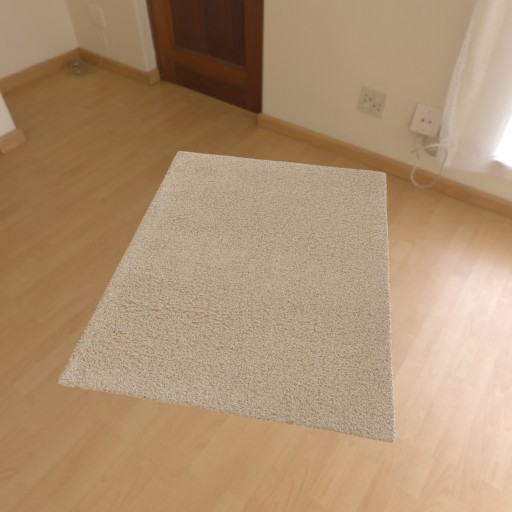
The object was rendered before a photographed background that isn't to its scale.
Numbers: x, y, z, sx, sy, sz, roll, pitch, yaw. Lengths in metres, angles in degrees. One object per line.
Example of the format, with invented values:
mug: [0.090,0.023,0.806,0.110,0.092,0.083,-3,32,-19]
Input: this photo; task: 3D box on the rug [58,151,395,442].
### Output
rug: [0.000,0.000,4.133,2.438,0.029,3.047,7,47,7]
